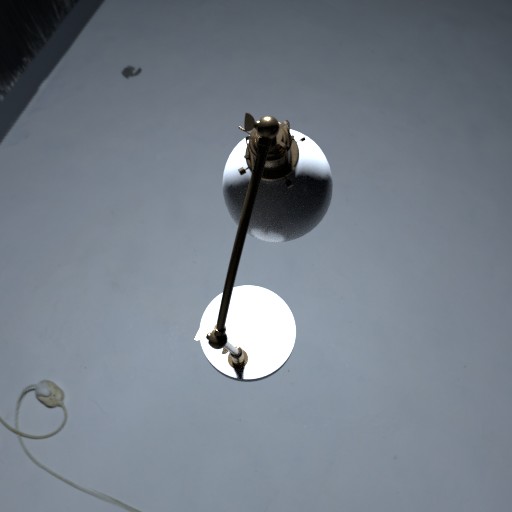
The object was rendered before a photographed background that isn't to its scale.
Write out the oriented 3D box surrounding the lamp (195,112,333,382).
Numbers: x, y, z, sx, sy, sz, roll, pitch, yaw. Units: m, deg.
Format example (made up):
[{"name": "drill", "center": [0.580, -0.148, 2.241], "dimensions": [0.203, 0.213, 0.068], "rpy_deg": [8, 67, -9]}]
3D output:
[{"name": "lamp", "center": [0.000, 0.000, 0.660], "dimensions": [0.186, 0.522, 0.317], "rpy_deg": [18, 65, 8]}]
